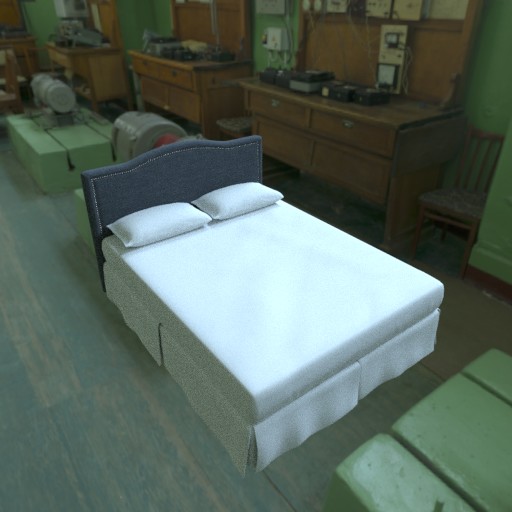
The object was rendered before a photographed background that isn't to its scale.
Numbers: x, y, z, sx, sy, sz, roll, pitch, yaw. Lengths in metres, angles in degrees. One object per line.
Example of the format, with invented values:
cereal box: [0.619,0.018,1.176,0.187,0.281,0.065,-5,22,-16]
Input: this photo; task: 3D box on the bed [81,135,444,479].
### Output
bed: [0.000,0.000,3.994,2.161,1.457,2.689,-21,37,-31]
